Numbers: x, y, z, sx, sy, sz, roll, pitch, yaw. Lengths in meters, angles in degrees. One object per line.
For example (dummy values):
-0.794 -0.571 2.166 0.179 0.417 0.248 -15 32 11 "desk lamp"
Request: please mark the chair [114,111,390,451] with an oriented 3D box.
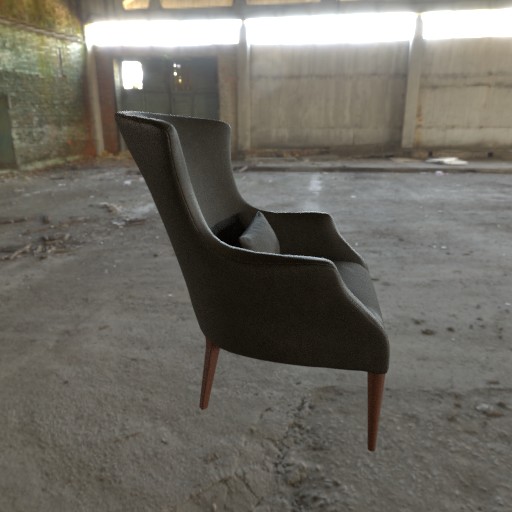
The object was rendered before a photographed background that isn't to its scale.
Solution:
0.000 0.000 1.715 0.954 1.068 0.819 3 17 8 "chair"
